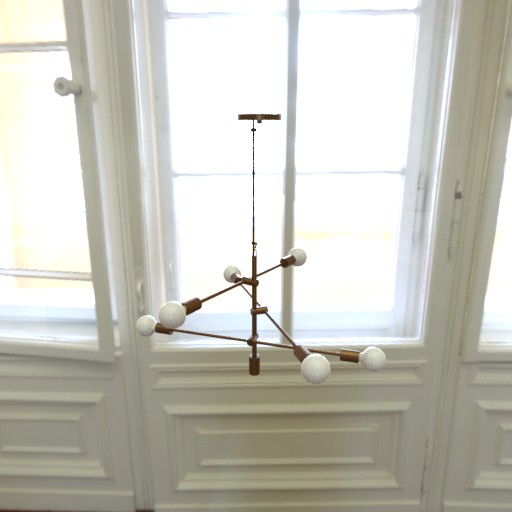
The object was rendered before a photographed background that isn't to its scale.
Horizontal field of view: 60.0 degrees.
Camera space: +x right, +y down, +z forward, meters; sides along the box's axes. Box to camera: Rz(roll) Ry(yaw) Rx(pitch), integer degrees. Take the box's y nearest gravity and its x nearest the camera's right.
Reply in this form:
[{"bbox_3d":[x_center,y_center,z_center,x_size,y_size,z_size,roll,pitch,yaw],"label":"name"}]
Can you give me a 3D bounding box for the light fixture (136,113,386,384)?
[{"bbox_3d":[0.000,0.000,1.220,0.637,0.744,0.682,-15,22,-42],"label":"light fixture"}]
